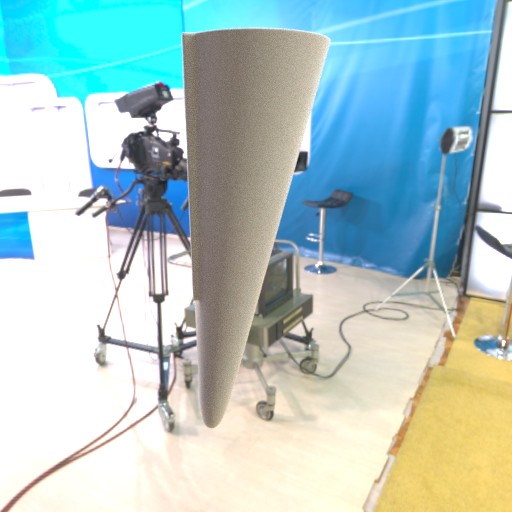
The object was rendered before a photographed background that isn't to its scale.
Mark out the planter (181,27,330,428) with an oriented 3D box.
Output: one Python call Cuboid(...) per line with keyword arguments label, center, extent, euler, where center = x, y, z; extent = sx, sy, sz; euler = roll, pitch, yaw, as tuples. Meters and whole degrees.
Cuboid(label="planter", center=(0.000, 0.000, 0.219), extent=(0.064, 0.193, 0.057), euler=(-2, 17, -8))
